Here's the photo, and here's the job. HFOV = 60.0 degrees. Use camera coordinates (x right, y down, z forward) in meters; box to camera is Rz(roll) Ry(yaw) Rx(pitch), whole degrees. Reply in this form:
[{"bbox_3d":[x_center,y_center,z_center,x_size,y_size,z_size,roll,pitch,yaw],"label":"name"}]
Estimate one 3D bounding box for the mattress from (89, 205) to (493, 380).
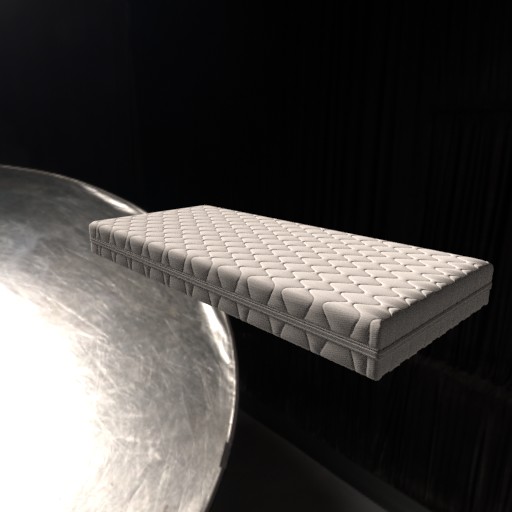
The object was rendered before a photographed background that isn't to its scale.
[{"bbox_3d":[0.000,0.000,2.296,0.900,0.200,2.000,-15,22,-42],"label":"mattress"}]
